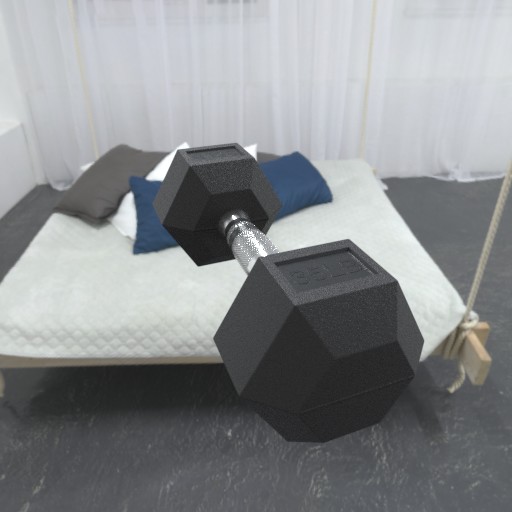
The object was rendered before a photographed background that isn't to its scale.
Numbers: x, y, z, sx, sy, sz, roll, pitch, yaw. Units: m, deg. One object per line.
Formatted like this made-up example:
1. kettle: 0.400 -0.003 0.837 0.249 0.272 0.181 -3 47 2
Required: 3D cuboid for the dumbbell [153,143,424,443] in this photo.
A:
1. dumbbell: 0.000 0.000 0.418 0.141 0.123 0.356 -11 33 -18
